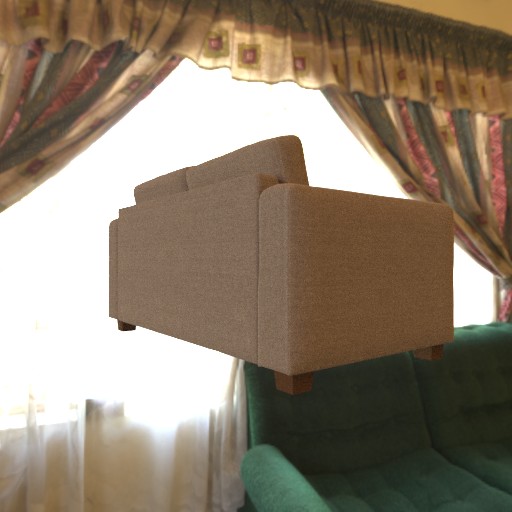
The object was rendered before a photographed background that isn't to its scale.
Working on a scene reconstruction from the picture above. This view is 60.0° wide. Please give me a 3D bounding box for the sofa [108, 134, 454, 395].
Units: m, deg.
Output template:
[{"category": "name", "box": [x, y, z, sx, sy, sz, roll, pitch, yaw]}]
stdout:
[{"category": "sofa", "box": [0.000, 0.000, 2.072, 0.900, 0.800, 1.520, 0, 0, -37]}]
